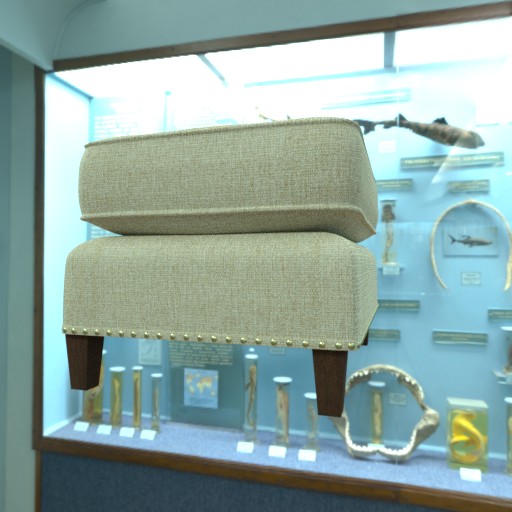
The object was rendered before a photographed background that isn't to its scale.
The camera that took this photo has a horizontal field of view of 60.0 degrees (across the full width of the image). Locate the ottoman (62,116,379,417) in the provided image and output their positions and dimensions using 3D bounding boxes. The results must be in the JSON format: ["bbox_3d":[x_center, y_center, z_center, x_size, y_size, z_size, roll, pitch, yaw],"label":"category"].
[{"bbox_3d":[0.000,0.000,1.129,0.589,0.537,0.738,0,-1,18],"label":"ottoman"}]
